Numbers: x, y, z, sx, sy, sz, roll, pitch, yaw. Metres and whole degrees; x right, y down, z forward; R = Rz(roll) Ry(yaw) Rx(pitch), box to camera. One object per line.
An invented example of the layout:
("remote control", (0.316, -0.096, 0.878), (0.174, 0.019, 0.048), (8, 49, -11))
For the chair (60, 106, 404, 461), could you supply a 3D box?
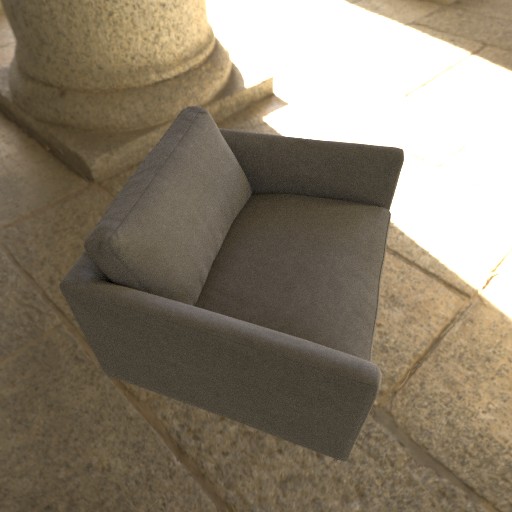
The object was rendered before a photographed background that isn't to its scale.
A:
("chair", (0.000, 0.000, 1.865), (1.091, 0.845, 1.190), (12, 49, 11))
